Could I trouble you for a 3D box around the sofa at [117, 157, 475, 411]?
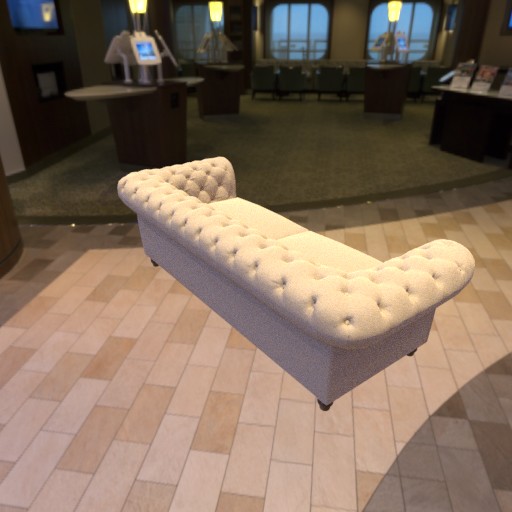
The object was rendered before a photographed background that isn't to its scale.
[{"bbox_3d":[0.000,0.000,3.192,1.076,0.847,2.694,-19,32,-33],"label":"sofa"}]
